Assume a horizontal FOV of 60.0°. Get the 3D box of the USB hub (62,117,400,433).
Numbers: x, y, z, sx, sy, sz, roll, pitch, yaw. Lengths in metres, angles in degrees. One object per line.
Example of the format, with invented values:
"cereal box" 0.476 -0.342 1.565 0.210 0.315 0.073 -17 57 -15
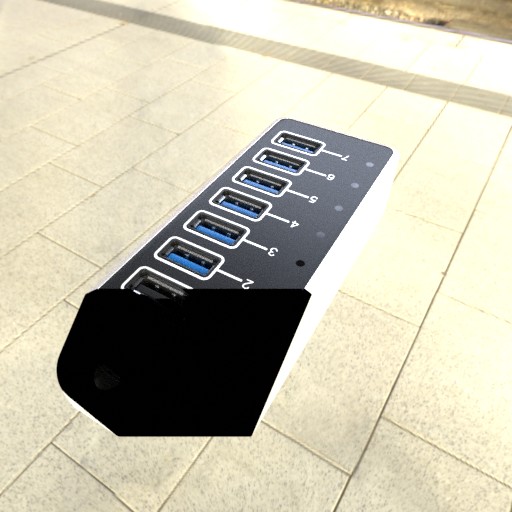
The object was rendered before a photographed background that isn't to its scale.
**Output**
"USB hub" 0.000 0.000 0.123 0.044 0.023 0.110 23 51 20
